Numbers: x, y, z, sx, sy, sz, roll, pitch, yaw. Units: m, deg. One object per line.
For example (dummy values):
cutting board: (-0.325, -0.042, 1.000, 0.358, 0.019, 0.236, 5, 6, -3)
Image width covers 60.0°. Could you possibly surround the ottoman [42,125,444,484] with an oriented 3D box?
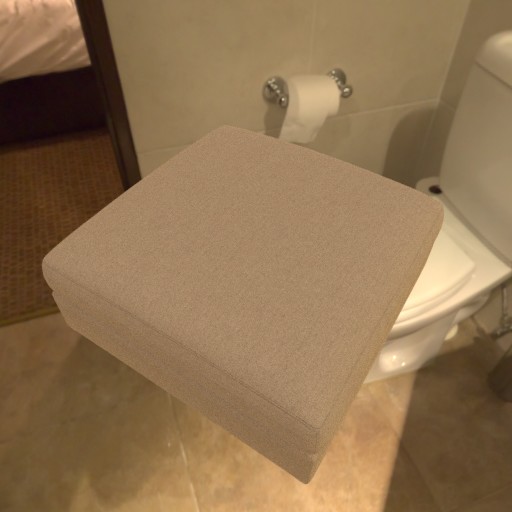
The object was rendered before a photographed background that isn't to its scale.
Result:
ottoman: (0.000, 0.000, 1.595, 1.041, 0.470, 1.041, 25, 51, 22)
